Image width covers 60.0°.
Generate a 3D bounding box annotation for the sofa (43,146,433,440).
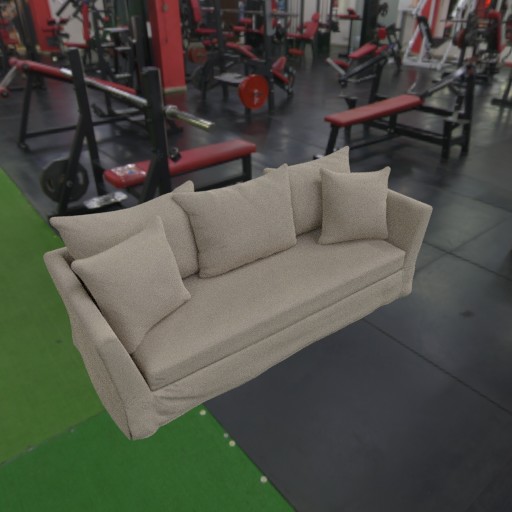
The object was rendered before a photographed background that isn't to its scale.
[{"bbox_3d":[0.000,0.000,3.076,2.499,1.047,1.046,-21,37,-30],"label":"sofa"}]
